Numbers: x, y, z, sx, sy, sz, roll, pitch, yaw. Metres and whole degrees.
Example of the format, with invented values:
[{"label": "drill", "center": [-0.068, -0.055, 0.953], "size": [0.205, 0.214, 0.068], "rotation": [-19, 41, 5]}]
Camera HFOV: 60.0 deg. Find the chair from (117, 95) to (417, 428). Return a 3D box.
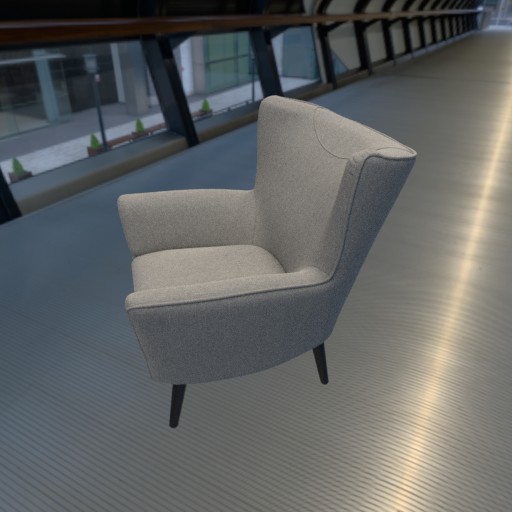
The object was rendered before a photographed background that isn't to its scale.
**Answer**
[{"label": "chair", "center": [0.000, 0.000, 1.557], "size": [0.888, 0.933, 0.781], "rotation": [-9, 31, -14]}]
